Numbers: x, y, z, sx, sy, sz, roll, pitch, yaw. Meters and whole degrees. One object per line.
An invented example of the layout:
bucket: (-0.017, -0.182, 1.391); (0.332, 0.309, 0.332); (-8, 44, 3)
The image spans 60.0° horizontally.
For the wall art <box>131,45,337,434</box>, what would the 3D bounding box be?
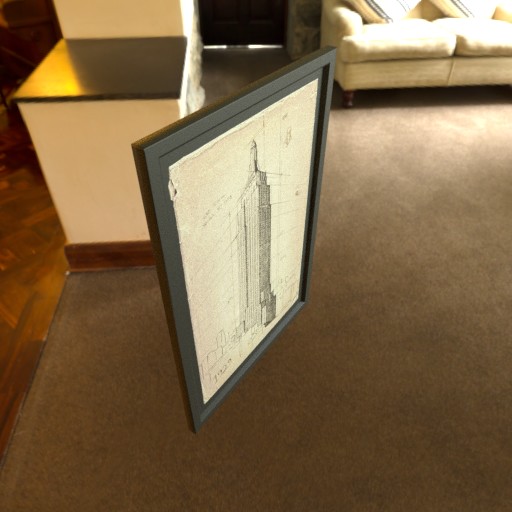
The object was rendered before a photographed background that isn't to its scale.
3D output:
wall art: (0.000, 0.000, 0.563); (0.013, 0.431, 0.303); (25, 47, 26)
